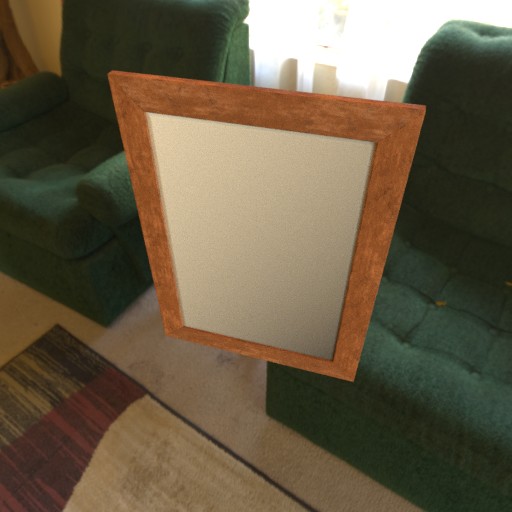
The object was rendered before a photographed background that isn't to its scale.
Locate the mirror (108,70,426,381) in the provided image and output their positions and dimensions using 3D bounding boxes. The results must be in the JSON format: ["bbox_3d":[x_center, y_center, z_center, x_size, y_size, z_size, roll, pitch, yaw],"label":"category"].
[{"bbox_3d":[0.000,0.000,1.445,0.796,1.099,0.028,11,43,12],"label":"mirror"}]
